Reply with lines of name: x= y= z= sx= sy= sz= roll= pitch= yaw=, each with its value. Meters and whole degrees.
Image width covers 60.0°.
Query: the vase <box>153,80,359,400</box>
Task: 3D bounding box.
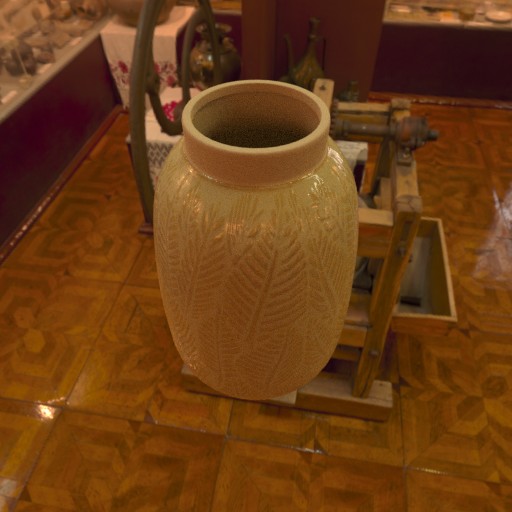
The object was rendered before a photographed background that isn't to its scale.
vase: x=0.000 y=0.000 z=0.385 sx=0.172 sy=0.270 sz=0.172 roll=0 pitch=46 yaw=0
